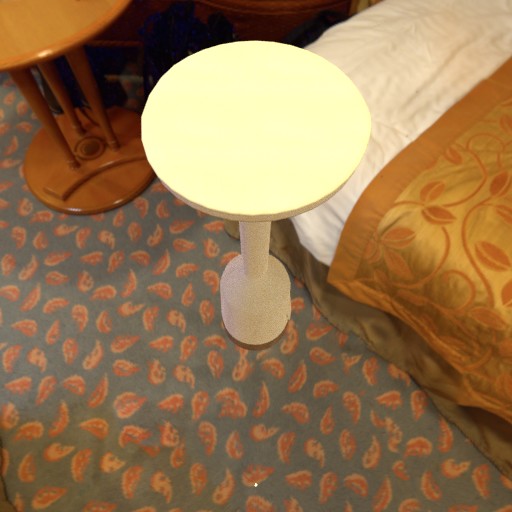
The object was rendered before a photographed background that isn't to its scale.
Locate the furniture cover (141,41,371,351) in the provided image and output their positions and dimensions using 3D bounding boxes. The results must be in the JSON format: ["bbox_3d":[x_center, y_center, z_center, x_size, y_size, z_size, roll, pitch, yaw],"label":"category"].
[{"bbox_3d":[0.000,0.000,2.827,0.914,2.413,0.914,1,63,0],"label":"furniture cover"}]
